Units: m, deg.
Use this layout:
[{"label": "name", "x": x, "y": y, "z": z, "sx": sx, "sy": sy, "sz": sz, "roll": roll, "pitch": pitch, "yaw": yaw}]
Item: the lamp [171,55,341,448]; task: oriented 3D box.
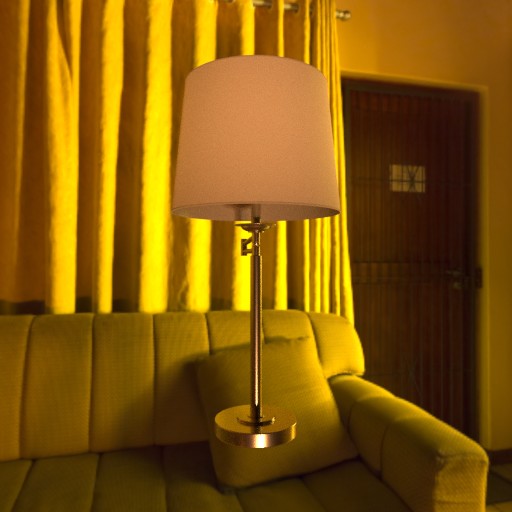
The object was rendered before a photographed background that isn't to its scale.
[{"label": "lamp", "x": 0.000, "y": 0.000, "z": 0.884, "sx": 0.333, "sy": 0.696, "sz": 0.333, "roll": 0, "pitch": -1, "yaw": 0}]
